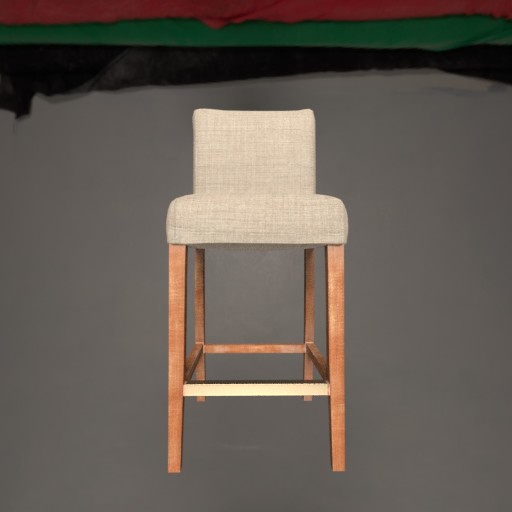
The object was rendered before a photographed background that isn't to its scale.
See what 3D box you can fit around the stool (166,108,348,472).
[{"bbox_3d":[0.000,0.000,1.333,0.454,1.039,0.567,0,0,-1],"label":"stool"}]
